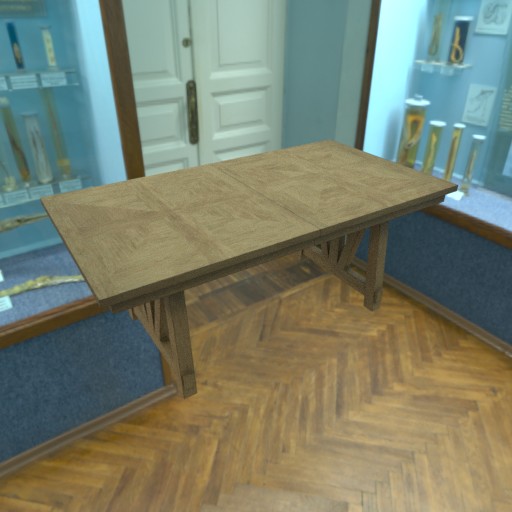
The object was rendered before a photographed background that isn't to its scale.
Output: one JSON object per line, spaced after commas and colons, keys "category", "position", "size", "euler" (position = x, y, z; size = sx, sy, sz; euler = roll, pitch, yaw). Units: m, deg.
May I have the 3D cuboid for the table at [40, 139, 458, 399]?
{"category": "table", "position": [0.000, 0.000, 2.453], "size": [1.881, 0.768, 1.016], "euler": [-18, 35, -28]}
